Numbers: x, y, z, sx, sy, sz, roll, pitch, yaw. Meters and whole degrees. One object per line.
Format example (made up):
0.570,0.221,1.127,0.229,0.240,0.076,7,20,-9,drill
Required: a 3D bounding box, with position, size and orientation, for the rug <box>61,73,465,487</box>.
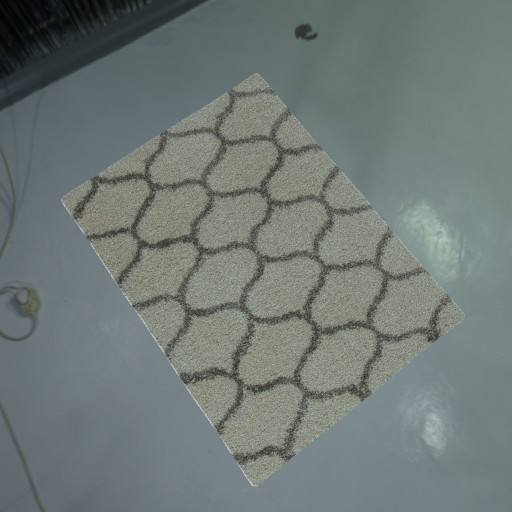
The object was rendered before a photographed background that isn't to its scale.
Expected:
0.000,0.000,2.092,1.200,0.025,1.600,-36,78,-9,rug
